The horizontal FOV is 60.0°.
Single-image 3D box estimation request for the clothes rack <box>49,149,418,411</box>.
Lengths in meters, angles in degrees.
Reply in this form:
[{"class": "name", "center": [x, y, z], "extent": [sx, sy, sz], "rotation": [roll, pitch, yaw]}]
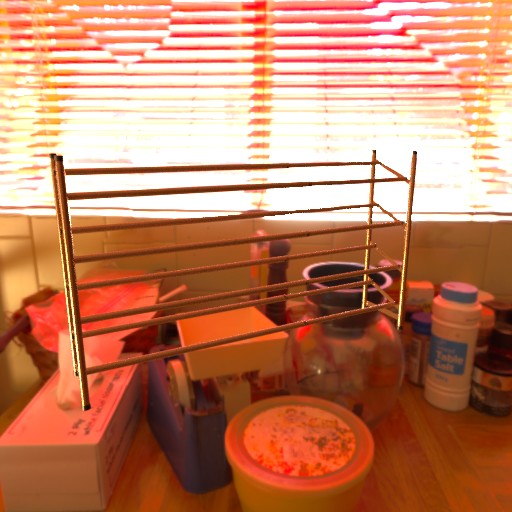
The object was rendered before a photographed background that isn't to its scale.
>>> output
[{"class": "clothes rack", "center": [0.000, 0.000, 1.463], "extent": [1.168, 0.672, 0.229], "rotation": [-7, 16, -27]}]
